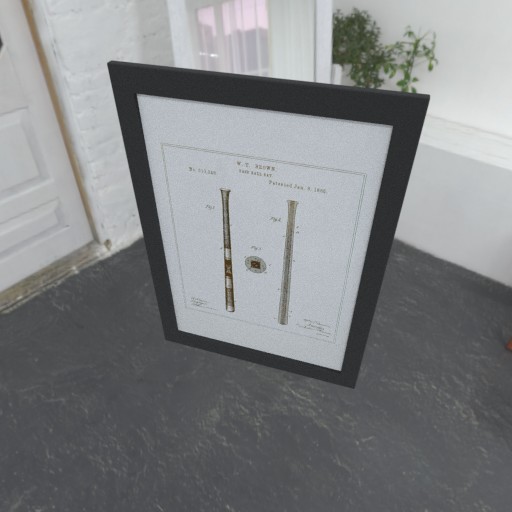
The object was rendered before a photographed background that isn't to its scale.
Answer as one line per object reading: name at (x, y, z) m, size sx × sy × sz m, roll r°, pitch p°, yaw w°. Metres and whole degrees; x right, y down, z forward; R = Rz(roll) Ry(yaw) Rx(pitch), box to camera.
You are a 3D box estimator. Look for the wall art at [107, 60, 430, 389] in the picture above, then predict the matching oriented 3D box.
wall art at (0.000, 0.000, 0.669) m, size 0.374 × 0.529 × 0.012 m, roll 11°, pitch 42°, yaw 13°
